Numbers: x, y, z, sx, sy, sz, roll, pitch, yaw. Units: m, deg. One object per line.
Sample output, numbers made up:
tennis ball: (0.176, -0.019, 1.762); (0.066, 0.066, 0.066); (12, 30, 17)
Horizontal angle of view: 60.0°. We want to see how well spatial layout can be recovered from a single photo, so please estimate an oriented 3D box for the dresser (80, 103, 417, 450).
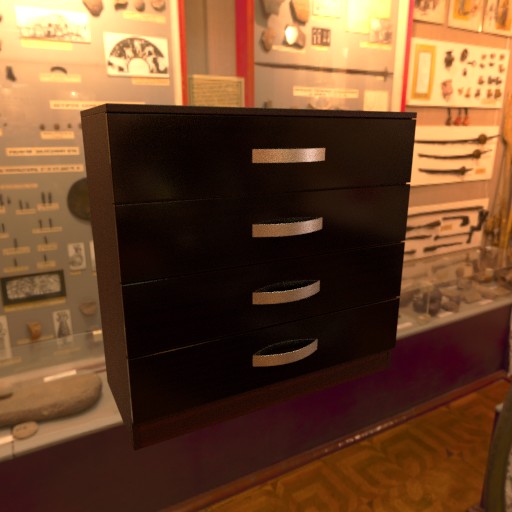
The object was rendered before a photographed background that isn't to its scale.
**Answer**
dresser: (0.000, 0.000, 1.160); (0.750, 0.720, 0.360); (-8, 17, -27)
